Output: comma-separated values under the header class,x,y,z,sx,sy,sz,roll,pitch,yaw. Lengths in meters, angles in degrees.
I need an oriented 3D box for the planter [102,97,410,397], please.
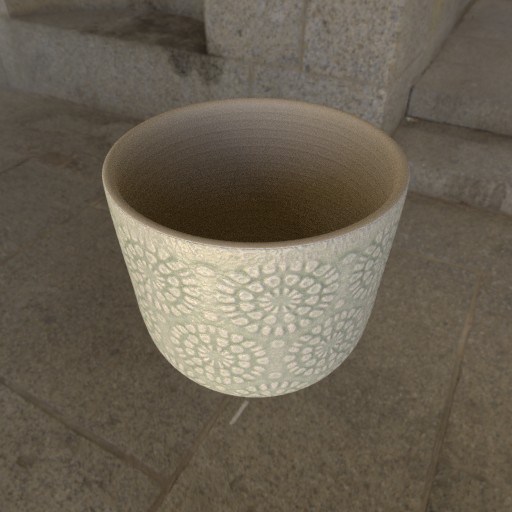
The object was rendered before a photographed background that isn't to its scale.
class,x,y,z,sx,sy,sz,roll,pitch,yaw
planter,0.000,0.000,0.300,0.169,0.153,0.169,0,41,0
